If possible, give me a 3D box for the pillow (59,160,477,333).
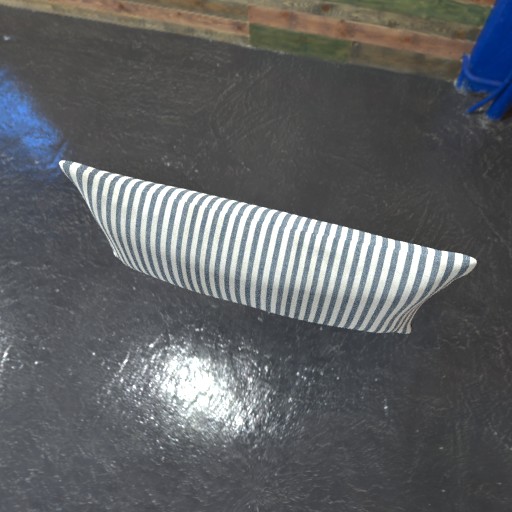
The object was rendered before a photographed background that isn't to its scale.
[{"bbox_3d":[0.000,0.000,0.757,0.617,0.295,0.151,14,63,7],"label":"pillow"}]
